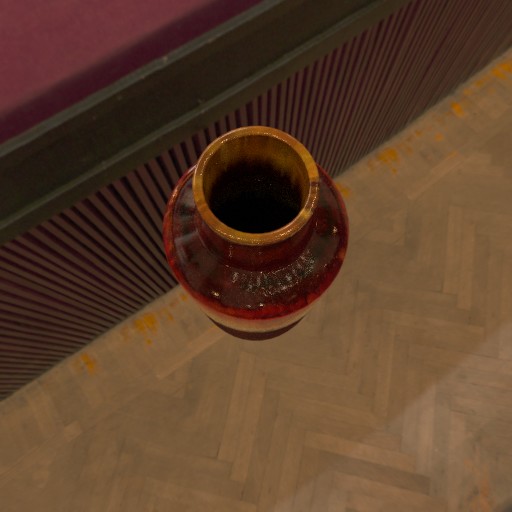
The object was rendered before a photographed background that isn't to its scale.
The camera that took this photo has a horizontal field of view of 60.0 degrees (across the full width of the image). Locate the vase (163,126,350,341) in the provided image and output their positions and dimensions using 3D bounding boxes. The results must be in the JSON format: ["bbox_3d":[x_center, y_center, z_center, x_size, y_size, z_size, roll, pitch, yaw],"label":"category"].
[{"bbox_3d":[0.000,0.000,0.324,0.111,0.261,0.111,0,75,0],"label":"vase"}]
